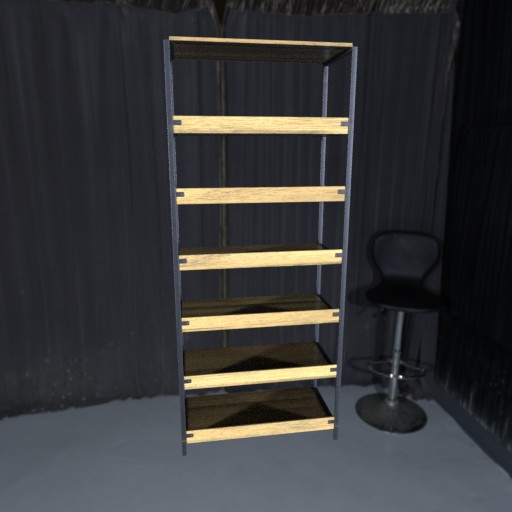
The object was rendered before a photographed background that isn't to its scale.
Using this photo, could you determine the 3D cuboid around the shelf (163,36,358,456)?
[{"bbox_3d":[0.000,0.000,2.347,0.847,2.015,0.431,-2,14,-9],"label":"shelf"}]
